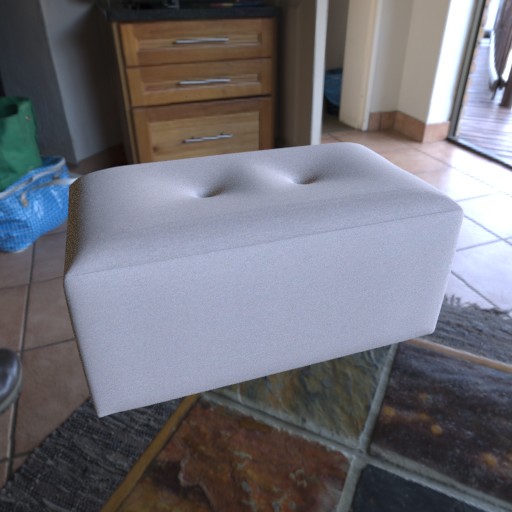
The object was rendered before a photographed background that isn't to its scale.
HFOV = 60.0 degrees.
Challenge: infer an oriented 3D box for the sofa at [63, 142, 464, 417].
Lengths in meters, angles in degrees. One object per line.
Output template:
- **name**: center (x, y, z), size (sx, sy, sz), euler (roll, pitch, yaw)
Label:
- **sofa**: center (0.000, 0.000, 1.213), size (0.930, 0.470, 0.480), euler (-10, 33, -16)
